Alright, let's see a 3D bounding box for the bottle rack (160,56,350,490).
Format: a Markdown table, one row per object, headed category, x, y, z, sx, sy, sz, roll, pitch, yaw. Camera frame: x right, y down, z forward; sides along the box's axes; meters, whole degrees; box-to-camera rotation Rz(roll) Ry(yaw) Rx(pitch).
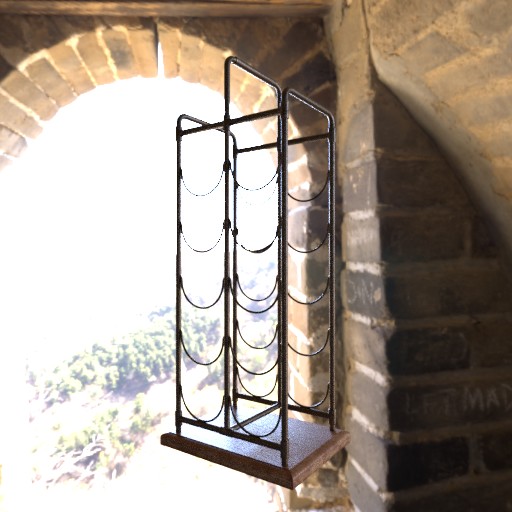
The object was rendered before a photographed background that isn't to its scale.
| category | x | y | z | sx | sy | sz | roll | pitch | yaw |
| --- | --- | --- | --- | --- | --- | --- | --- | --- | --- |
| bottle rack | 0.000 | 0.000 | 0.805 | 0.276 | 0.680 | 0.208 | 0 | 0 | 35 |
